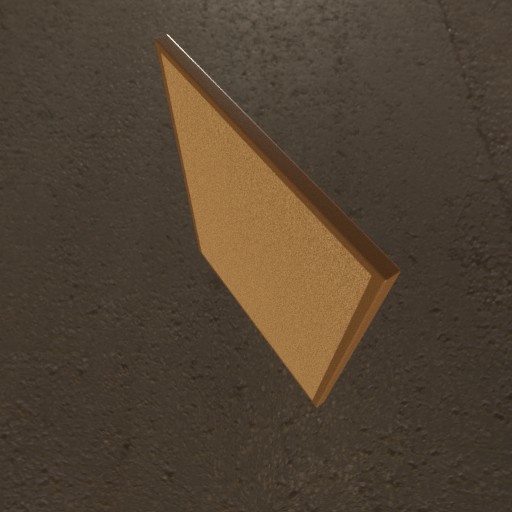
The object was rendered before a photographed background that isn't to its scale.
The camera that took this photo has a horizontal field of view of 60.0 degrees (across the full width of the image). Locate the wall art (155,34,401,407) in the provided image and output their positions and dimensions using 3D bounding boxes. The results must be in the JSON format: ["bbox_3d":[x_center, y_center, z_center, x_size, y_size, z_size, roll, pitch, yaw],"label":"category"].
[{"bbox_3d":[0.000,0.000,0.744,0.021,0.550,0.449,-31,64,-17],"label":"wall art"}]
